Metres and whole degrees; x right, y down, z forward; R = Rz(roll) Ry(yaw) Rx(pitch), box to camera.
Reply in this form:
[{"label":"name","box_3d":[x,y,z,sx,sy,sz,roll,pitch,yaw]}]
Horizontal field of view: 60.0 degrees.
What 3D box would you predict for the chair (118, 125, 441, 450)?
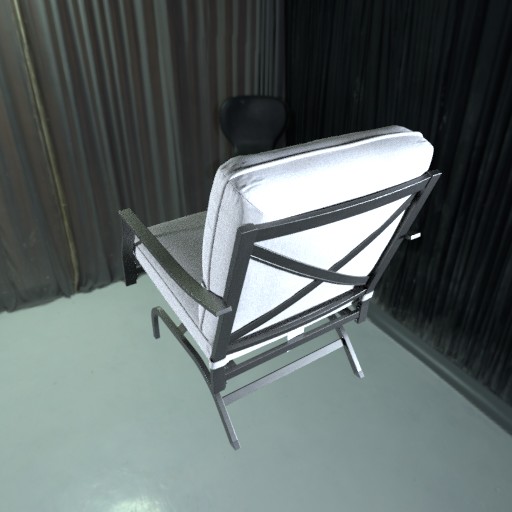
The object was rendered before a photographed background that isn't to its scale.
[{"label":"chair","box_3d":[0.000,0.000,1.384,0.650,0.860,0.787,-19,35,-29]}]
